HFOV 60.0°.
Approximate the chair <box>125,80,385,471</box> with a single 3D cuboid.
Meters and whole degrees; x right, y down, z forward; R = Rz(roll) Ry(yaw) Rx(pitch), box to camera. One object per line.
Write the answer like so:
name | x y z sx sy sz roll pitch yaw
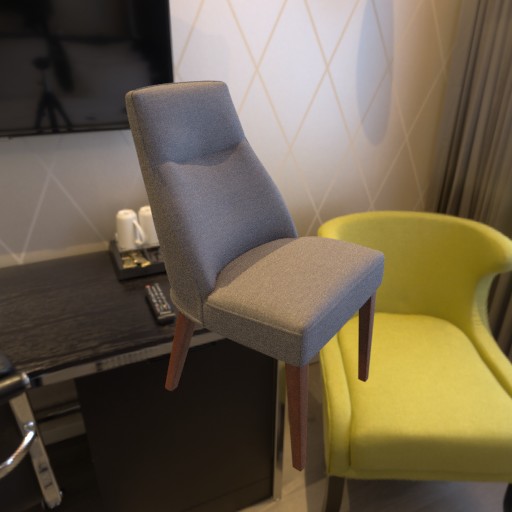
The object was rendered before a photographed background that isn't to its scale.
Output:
chair | 0.000 0.000 1.304 0.620 0.930 0.500 17 31 32
